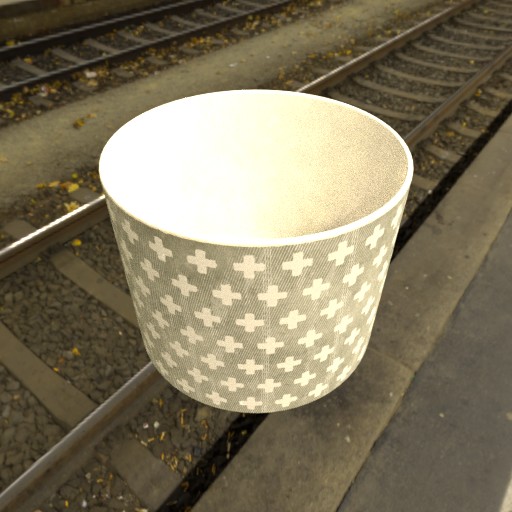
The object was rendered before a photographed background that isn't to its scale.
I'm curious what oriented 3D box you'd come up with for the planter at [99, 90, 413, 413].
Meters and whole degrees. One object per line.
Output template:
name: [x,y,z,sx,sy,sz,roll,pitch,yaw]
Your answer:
planter: [0.000,0.000,0.442,0.250,0.239,0.250,0,41,0]
